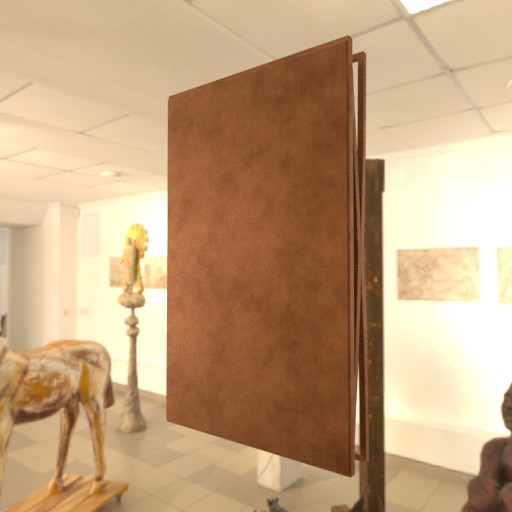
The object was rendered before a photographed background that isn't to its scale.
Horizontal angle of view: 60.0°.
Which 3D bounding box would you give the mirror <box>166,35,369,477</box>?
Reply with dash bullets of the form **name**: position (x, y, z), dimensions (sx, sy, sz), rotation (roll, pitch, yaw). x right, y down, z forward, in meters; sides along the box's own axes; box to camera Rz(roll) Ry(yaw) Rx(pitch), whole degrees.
- **mirror**: position (0.000, 0.000, 0.940), dimensions (0.468, 0.768, 0.082), rotation (-1, -2, 37)
